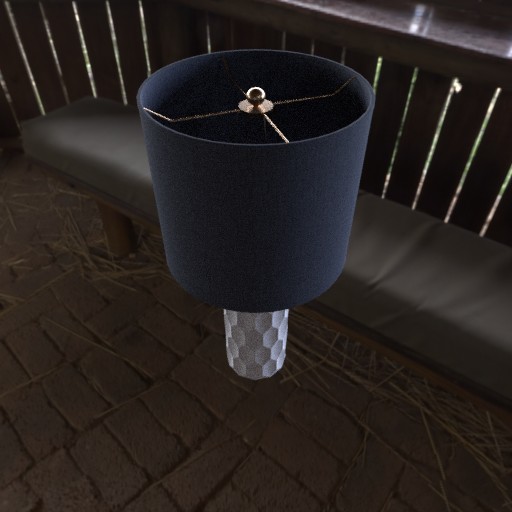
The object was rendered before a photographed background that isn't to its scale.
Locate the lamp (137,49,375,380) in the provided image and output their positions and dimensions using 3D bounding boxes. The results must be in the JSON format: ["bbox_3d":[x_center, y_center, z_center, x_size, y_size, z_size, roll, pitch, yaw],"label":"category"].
[{"bbox_3d":[0.000,0.000,0.704,0.277,0.537,0.277,12,44,13],"label":"lamp"}]
